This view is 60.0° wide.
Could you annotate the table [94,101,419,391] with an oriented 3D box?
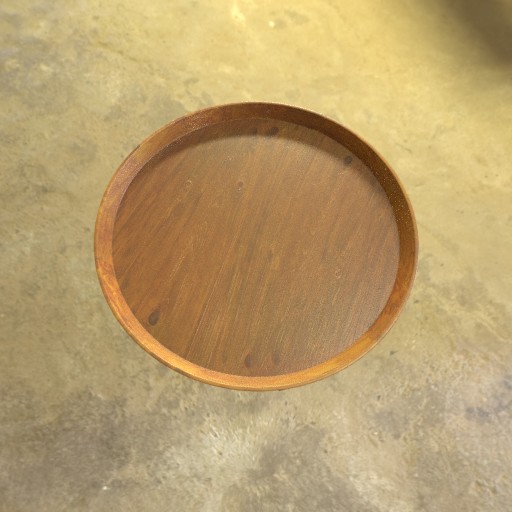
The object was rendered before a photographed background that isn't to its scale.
[{"bbox_3d":[0.000,0.000,1.581,1.016,0.470,1.016,0,64,0],"label":"table"}]
